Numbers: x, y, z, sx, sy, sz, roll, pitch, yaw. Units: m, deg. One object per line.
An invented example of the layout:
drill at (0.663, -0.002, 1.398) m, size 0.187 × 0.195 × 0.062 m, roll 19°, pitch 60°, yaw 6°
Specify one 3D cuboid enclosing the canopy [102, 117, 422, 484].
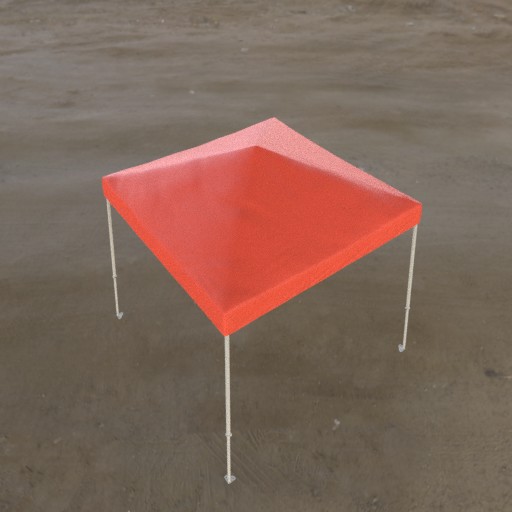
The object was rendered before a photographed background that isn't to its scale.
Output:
canopy at (0.000, 0.000, 5.154) m, size 2.849 × 2.850 × 2.850 m, roll -27°, pitch 49°, yaw -26°
